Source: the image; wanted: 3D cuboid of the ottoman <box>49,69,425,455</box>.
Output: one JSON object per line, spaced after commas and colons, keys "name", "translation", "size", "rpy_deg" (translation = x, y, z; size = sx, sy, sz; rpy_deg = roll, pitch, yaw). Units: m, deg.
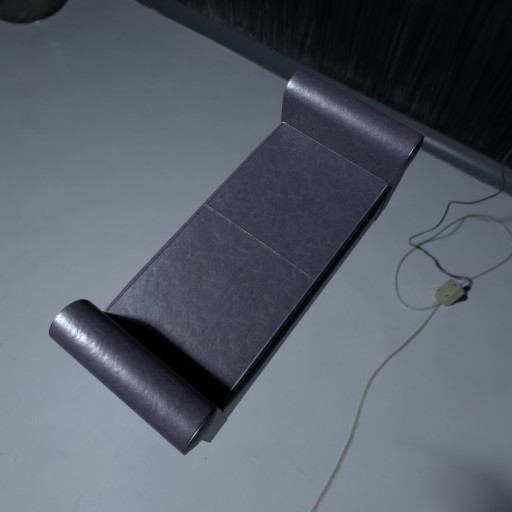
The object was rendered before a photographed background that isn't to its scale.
{"name": "ottoman", "translation": [0.000, 0.000, 1.583], "size": [0.521, 0.547, 1.256], "rpy_deg": [35, 70, 15]}
